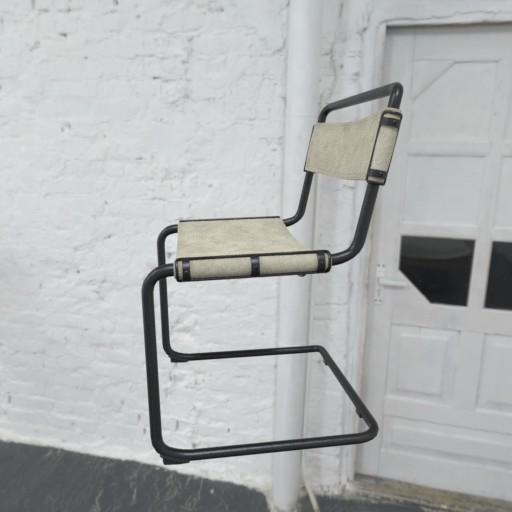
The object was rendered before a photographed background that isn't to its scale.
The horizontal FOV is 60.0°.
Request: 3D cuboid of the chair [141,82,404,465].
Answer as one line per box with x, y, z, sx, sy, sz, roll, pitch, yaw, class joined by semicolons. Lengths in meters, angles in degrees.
0.000;0.000;1.069;0.497;0.747;0.499;-2;14;-8;chair
